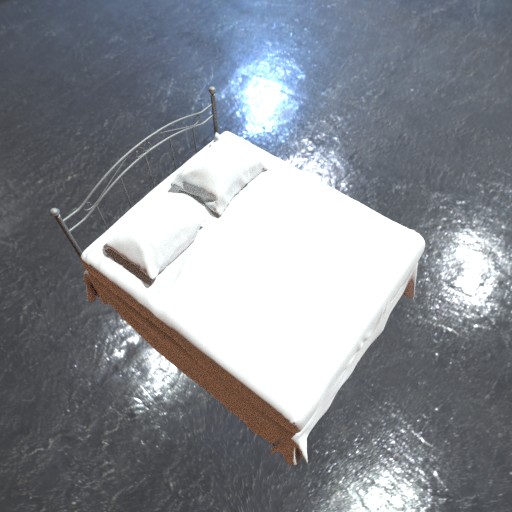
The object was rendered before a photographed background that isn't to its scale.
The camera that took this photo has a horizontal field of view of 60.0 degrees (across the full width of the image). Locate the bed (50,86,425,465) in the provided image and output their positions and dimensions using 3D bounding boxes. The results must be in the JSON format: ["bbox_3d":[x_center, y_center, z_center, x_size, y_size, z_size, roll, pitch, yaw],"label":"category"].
[{"bbox_3d":[0.000,0.000,3.334,2.215,1.080,1.936,33,63,19],"label":"bed"}]
